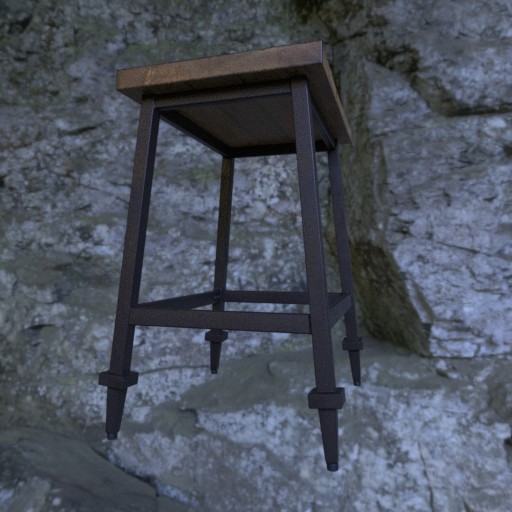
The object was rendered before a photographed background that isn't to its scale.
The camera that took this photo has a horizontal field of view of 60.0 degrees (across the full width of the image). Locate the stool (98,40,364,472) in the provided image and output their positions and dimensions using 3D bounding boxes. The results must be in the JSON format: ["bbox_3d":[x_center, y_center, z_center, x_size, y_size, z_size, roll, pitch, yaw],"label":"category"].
[{"bbox_3d":[0.000,0.000,0.917,0.405,0.625,0.486,0,0,17],"label":"stool"}]
